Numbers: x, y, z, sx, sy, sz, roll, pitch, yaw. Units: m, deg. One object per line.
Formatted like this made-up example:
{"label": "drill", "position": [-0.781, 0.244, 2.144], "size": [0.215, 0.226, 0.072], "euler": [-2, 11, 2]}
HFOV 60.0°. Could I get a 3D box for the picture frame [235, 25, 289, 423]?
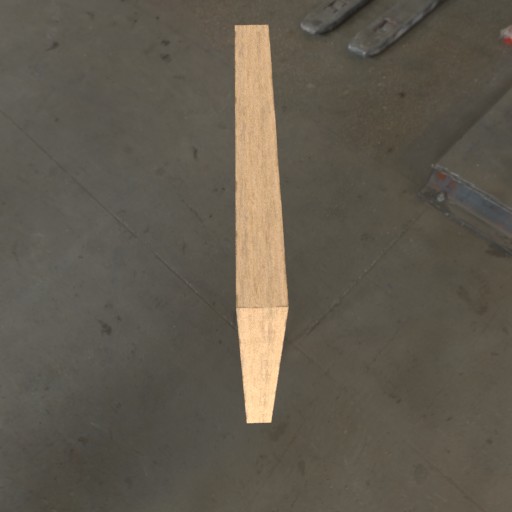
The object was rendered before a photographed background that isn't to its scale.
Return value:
{"label": "picture frame", "position": [0.000, 0.000, 0.723], "size": [0.046, 0.526, 0.421], "euler": [-1, 59, -1]}
